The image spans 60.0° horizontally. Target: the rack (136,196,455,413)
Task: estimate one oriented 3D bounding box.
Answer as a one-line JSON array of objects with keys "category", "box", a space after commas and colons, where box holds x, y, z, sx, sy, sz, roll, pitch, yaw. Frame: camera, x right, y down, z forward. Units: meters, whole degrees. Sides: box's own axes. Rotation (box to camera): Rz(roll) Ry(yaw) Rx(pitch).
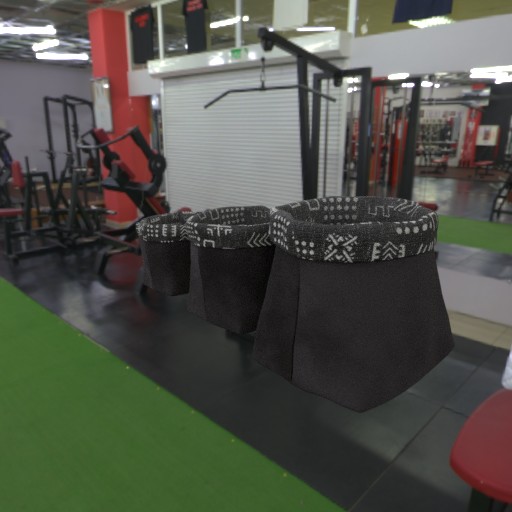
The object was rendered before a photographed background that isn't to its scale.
[{"category": "rack", "box": [0.000, 0.000, 1.116, 0.379, 0.323, 0.905, -15, 22, -42]}]
